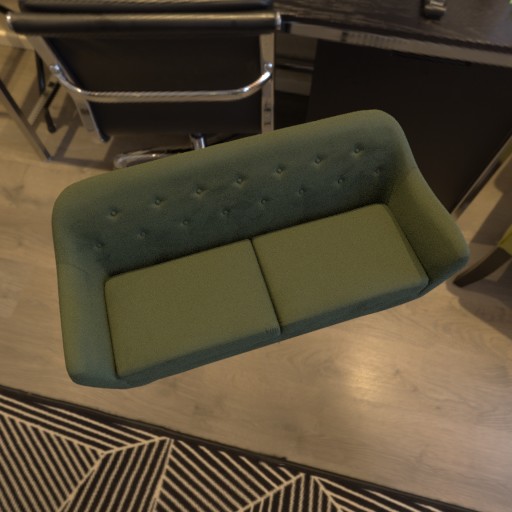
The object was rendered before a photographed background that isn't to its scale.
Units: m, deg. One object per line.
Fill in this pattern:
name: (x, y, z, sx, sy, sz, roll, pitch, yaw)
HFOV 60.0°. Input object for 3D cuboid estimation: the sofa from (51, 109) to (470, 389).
sofa: (0.000, 0.000, 2.213, 1.840, 0.836, 0.820, -16, 65, -7)
